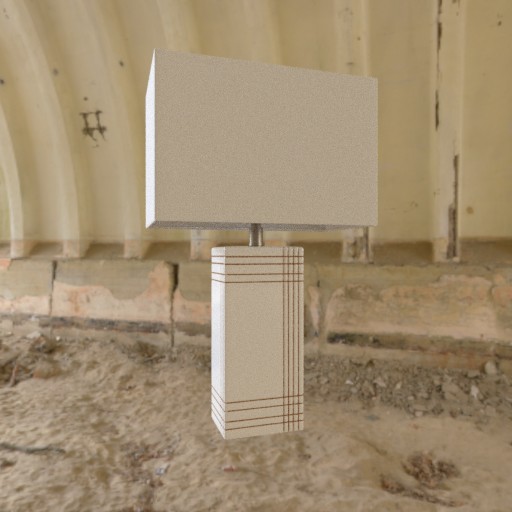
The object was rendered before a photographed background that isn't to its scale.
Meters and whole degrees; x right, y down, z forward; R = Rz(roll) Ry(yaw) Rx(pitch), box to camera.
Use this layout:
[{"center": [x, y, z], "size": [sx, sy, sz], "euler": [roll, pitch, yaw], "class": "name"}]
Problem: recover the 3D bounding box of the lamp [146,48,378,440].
[{"center": [0.000, 0.000, 0.713], "size": [0.334, 0.543, 0.182], "euler": [0, 0, -17], "class": "lamp"}]
